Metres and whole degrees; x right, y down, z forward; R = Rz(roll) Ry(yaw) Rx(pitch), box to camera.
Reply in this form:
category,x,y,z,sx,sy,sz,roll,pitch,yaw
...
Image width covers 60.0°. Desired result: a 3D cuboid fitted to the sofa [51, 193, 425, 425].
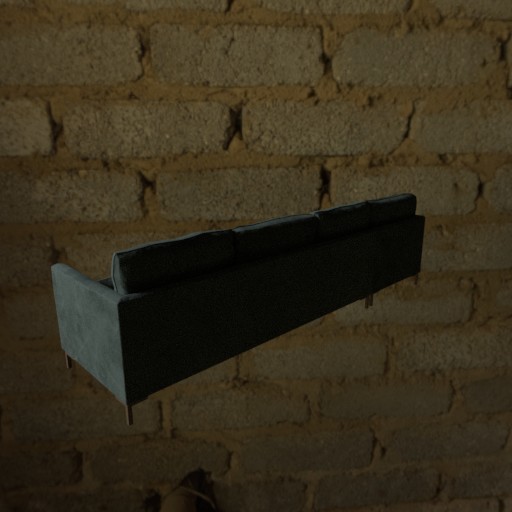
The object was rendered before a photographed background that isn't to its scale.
category,x,y,z,sx,sy,sz,roll,pitch,yaw
sofa,0.000,0.000,3.941,3.400,0.967,1.500,-15,22,-42
